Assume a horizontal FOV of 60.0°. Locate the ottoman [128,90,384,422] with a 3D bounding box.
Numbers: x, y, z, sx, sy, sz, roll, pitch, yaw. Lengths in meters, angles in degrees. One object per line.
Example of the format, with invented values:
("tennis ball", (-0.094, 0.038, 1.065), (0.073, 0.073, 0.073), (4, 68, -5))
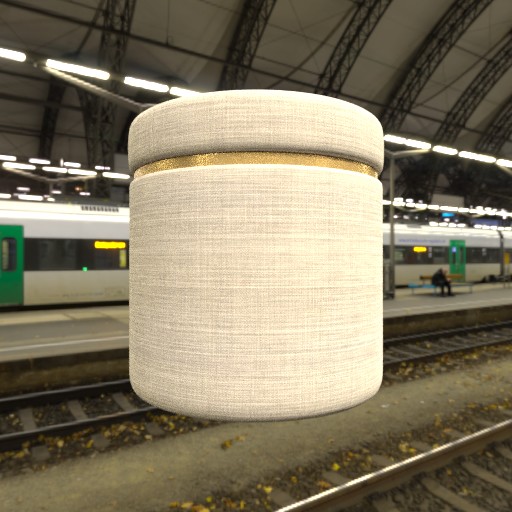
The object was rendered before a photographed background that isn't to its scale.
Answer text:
("ottoman", (0.000, 0.000, 0.721), (0.400, 0.406, 0.400), (0, 0, 0))
